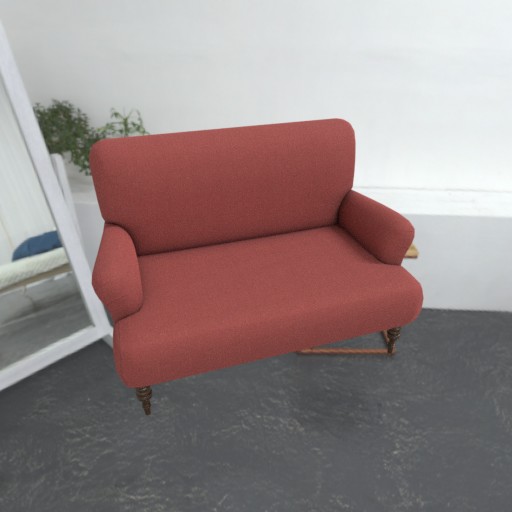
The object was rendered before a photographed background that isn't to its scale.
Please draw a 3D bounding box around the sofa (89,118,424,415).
[{"bbox_3d":[0.000,0.000,1.880,1.297,0.889,0.779,-10,33,-15],"label":"sofa"}]
